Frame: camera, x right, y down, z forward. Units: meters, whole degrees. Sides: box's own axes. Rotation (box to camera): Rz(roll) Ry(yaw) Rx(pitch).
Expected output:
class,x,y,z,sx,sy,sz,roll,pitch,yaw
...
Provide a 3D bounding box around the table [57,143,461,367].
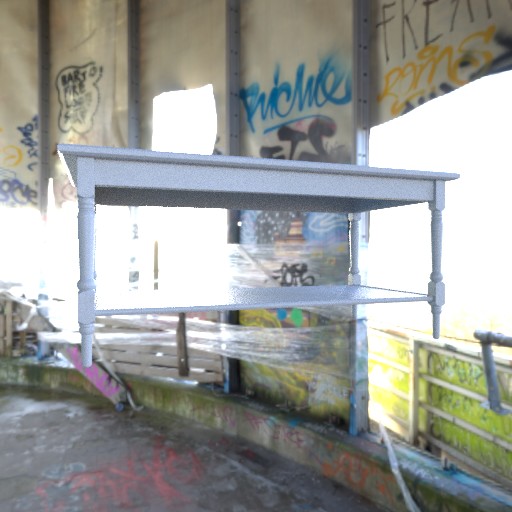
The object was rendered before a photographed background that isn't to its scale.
class,x,y,z,sx,sy,sz,roll,pitch,yaw
table,0.000,0.000,1.410,1.109,0.506,0.551,0,1,-19
